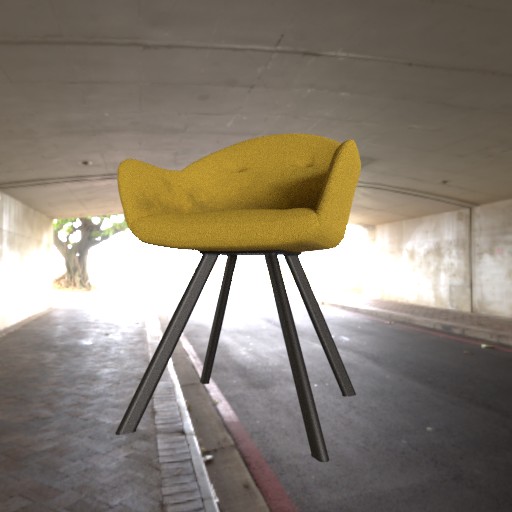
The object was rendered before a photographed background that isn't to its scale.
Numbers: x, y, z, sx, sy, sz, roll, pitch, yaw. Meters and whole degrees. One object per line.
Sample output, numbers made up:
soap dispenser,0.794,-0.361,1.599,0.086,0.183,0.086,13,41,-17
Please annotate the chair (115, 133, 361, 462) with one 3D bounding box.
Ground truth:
chair,0.000,0.000,1.158,0.545,0.775,0.565,0,-2,18
